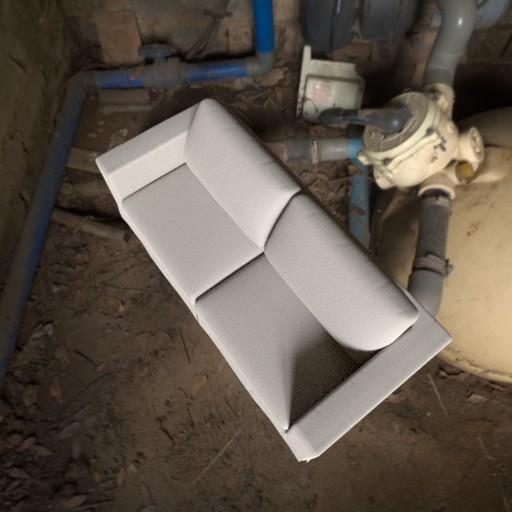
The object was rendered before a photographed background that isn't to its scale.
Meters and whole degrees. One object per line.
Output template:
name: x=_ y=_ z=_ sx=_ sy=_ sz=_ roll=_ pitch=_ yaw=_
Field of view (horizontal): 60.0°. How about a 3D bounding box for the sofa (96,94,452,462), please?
sofa: x=0.000 y=0.000 z=2.701 sx=0.954 sy=0.881 sz=2.163 roll=-34 pitch=68 yaw=-15
